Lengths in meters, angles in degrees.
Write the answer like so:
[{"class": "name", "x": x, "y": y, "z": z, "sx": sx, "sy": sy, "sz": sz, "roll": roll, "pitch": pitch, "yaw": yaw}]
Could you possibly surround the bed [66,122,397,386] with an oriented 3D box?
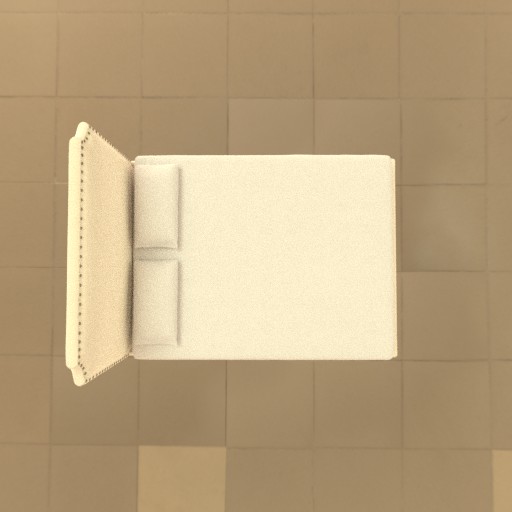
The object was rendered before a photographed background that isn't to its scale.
[{"class": "bed", "x": 0.000, "y": 0.000, "z": 3.462, "sx": 2.372, "sy": 1.497, "sz": 1.712, "roll": 0, "pitch": 88, "yaw": 1}]
